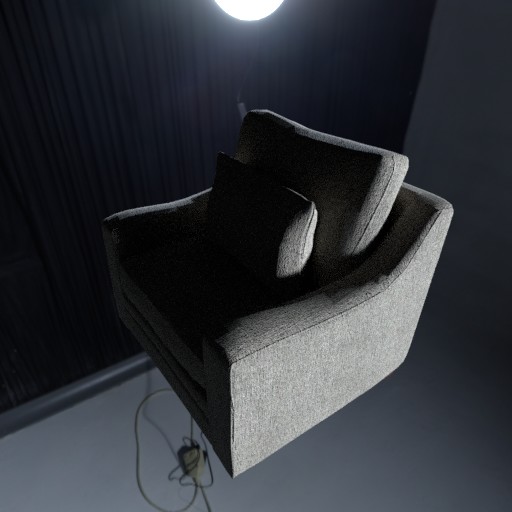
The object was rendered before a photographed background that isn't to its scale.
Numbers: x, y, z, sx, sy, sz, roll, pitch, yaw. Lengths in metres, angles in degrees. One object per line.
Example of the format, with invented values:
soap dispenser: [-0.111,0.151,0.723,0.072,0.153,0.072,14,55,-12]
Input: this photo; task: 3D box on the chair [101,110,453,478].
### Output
chair: [0.000,0.000,1.929,1.009,1.037,1.138,-21,38,-29]
